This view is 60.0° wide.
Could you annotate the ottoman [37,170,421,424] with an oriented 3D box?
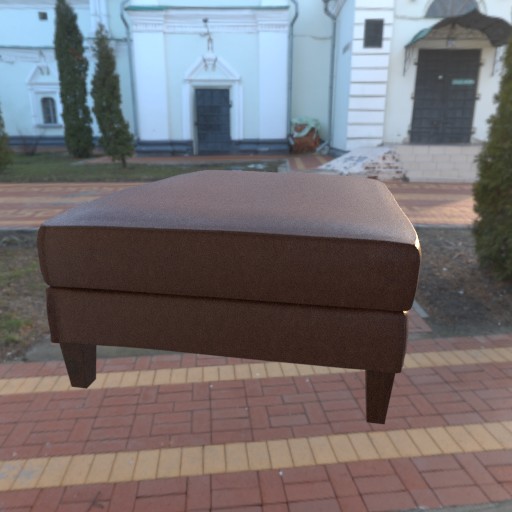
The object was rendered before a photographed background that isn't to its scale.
[{"bbox_3d":[0.000,0.000,1.398,0.836,0.472,0.987,3,17,10],"label":"ottoman"}]
